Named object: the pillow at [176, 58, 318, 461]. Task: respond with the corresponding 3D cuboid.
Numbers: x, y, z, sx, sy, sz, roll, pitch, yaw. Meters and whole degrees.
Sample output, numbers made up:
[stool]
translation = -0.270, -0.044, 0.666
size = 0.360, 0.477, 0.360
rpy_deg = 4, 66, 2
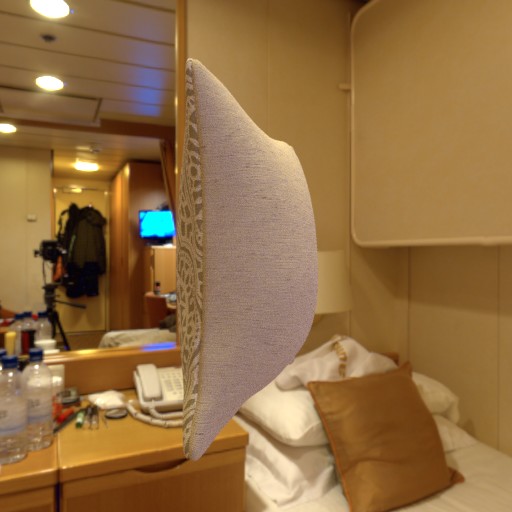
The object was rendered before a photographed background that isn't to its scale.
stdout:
[pillow]
translation = 0.000, 0.000, 0.658
size = 0.167, 0.421, 0.438
rpy_deg = 0, 0, 18
